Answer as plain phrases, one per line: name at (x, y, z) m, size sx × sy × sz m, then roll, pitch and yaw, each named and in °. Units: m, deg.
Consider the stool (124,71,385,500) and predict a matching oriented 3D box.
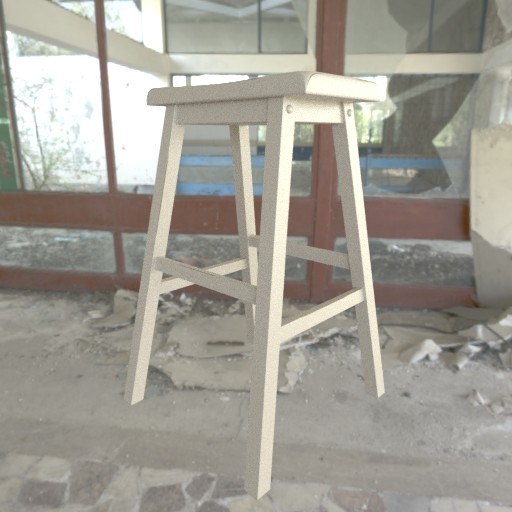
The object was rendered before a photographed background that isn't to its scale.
stool at (0.000, 0.000, 1.021) m, size 0.457 × 0.737 × 0.476 m, roll 14°, pitch 21°, yaw 41°
